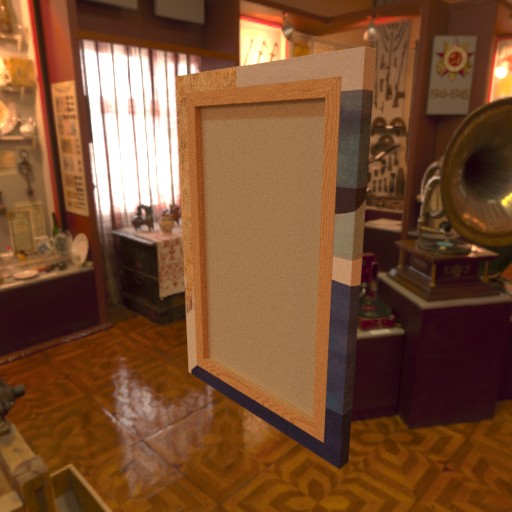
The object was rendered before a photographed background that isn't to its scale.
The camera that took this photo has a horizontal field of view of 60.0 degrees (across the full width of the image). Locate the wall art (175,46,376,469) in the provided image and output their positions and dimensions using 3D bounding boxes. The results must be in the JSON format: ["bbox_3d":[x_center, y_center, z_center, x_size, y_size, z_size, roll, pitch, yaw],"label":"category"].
[{"bbox_3d":[0.000,0.000,1.143,0.039,0.911,0.607,-14,21,-42],"label":"wall art"}]
